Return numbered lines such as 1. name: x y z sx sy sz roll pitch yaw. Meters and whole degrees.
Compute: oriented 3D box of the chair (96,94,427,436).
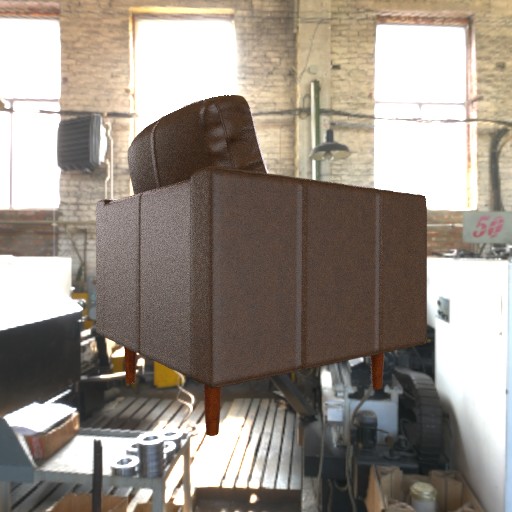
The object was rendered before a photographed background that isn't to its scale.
1. chair: 0.000 0.000 1.650 0.909 0.956 0.890 0 0 -37
